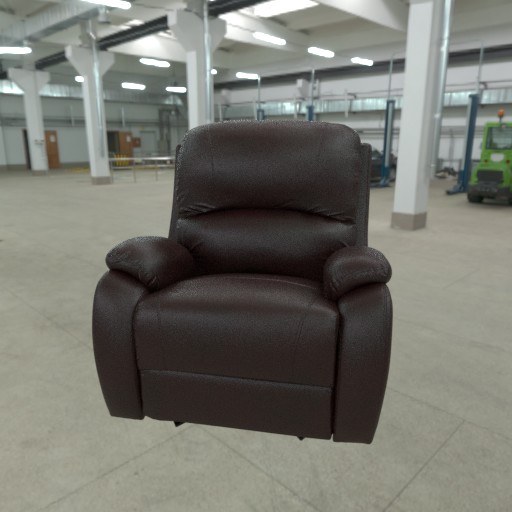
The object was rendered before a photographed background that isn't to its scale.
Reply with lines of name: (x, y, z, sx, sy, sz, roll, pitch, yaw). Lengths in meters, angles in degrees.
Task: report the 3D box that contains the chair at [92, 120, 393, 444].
chair: (0.000, 0.000, 1.672, 0.930, 1.011, 0.899, 2, 15, 9)
